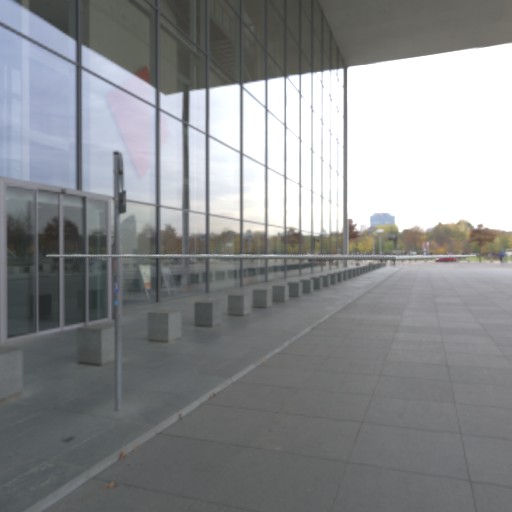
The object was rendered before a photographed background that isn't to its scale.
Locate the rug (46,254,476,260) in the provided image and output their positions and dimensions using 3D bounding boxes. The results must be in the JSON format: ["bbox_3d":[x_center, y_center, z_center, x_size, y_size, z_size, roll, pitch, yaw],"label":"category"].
[{"bbox_3d":[0.000,0.000,2.818,2.290,0.014,1.526,0,0,36],"label":"rug"}]
